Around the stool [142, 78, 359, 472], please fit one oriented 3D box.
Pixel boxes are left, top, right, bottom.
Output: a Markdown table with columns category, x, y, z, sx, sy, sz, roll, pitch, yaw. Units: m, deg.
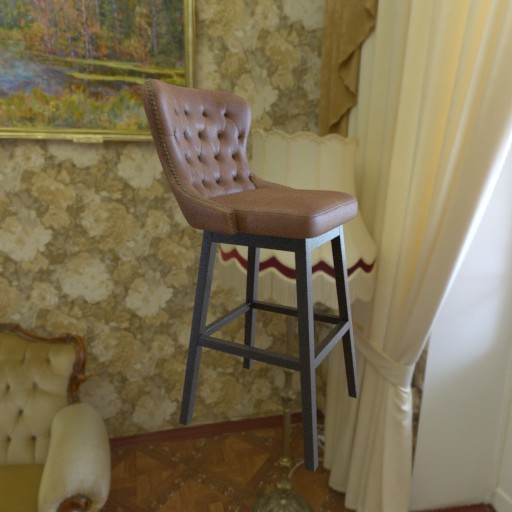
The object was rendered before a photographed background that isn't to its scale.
| category | x | y | z | sx | sy | sz | roll | pitch | yaw |
| --- | --- | --- | --- | --- | --- | --- | --- | --- | --- |
| stool | 0.000 | 0.000 | 1.408 | 0.601 | 1.050 | 0.528 | 8 | 16 | 27 |
